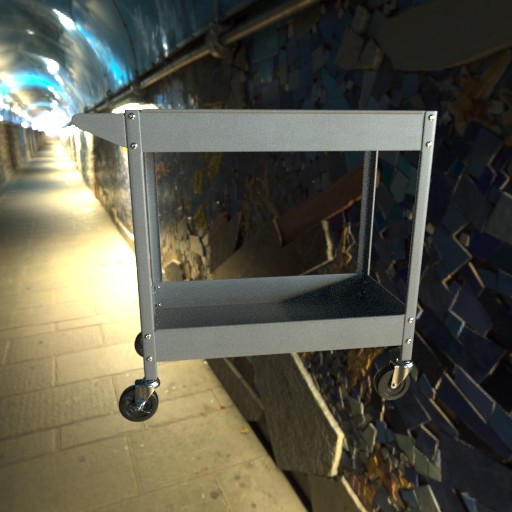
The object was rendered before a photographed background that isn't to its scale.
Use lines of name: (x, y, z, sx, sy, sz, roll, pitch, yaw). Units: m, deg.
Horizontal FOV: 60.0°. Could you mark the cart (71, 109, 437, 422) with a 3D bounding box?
cart: (0.000, 0.000, 1.168, 0.779, 0.719, 0.366, -2, 16, -8)
